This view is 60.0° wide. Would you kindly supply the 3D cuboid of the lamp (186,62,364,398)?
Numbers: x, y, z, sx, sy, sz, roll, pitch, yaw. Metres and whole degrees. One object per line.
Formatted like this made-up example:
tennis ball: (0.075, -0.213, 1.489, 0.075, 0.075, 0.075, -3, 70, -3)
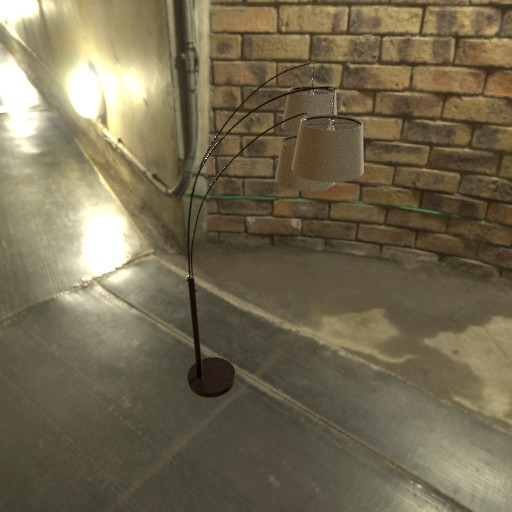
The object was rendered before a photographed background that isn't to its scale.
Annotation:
lamp: (0.000, 0.000, 2.519, 0.924, 1.950, 0.951, 0, 31, 0)
